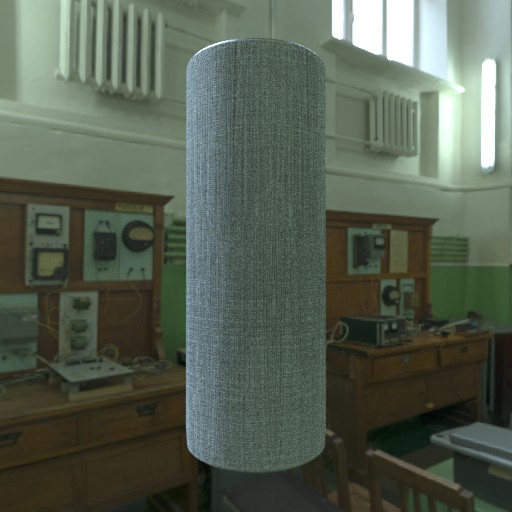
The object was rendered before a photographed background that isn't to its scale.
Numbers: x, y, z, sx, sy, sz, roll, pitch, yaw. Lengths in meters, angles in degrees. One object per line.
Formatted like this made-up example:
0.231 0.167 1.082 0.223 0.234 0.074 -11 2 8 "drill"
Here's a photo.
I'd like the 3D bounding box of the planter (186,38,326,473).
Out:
0.000 0.000 0.322 0.100 0.270 0.100 0 0 -36 "planter"
